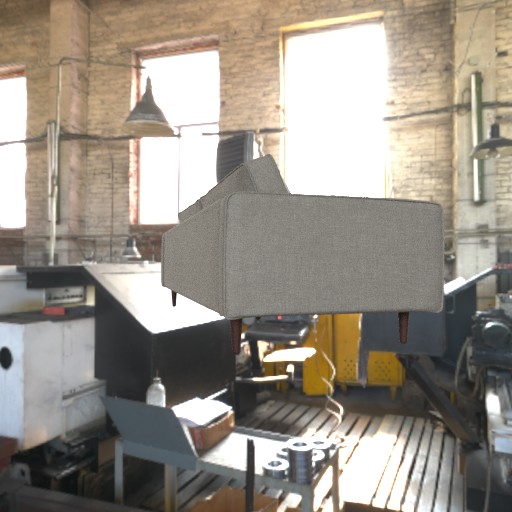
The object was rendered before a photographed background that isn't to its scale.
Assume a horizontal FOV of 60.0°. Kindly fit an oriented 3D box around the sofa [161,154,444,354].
[{"bbox_3d":[0.000,0.000,2.658,0.914,0.762,2.211,0,-1,-18],"label":"sofa"}]
